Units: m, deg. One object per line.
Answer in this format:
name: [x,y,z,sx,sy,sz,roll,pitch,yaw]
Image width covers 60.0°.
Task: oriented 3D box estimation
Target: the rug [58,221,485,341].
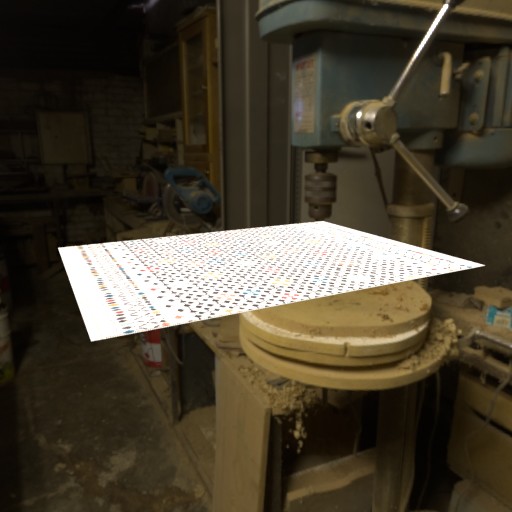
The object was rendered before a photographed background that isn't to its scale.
rug: [0.000,0.000,4.090,3.196,0.007,2.354,-8,17,-26]
